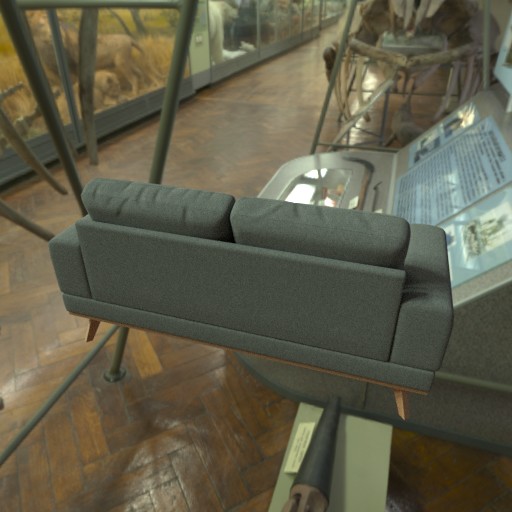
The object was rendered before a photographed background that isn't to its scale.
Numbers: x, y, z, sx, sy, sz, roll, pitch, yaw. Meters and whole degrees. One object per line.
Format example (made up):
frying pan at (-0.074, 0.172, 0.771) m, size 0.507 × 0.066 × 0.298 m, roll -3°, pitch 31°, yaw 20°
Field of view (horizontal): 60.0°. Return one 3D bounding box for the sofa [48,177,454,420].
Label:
sofa at (0.000, 0.000, 2.053) m, size 1.650 × 0.810 × 0.785 m, roll 9°, pitch 32°, yaw 15°
